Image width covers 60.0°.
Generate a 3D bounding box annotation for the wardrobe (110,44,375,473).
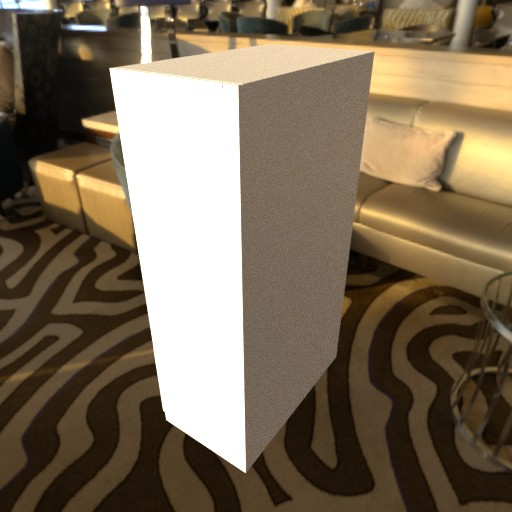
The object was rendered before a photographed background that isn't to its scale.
[{"bbox_3d":[0.000,0.000,2.206,0.577,1.808,0.991,20,36,30],"label":"wardrobe"}]
